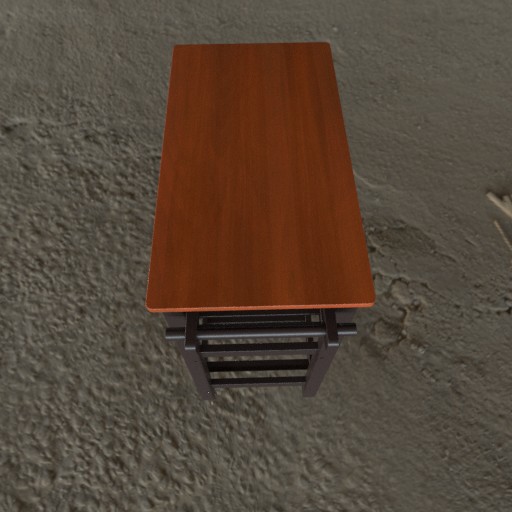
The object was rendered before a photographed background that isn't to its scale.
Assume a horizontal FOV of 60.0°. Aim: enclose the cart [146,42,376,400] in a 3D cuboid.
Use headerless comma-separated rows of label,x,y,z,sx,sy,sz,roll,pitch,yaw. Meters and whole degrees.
cart,0.000,0.000,1.467,0.457,0.927,0.899,-1,60,-1
